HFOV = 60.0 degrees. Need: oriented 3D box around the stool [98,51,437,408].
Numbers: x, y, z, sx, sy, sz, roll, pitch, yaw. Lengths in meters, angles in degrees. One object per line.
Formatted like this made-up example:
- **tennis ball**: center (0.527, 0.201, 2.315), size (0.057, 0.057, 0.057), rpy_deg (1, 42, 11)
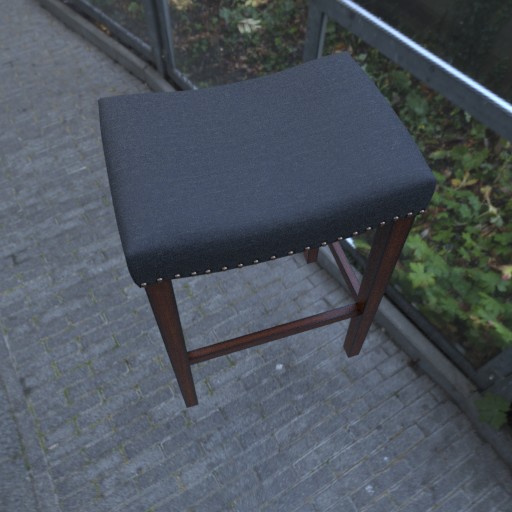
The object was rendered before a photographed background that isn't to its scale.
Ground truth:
- **stool**: center (0.000, 0.000, 1.009), size (0.502, 0.748, 0.366), rpy_deg (-15, 59, -9)
